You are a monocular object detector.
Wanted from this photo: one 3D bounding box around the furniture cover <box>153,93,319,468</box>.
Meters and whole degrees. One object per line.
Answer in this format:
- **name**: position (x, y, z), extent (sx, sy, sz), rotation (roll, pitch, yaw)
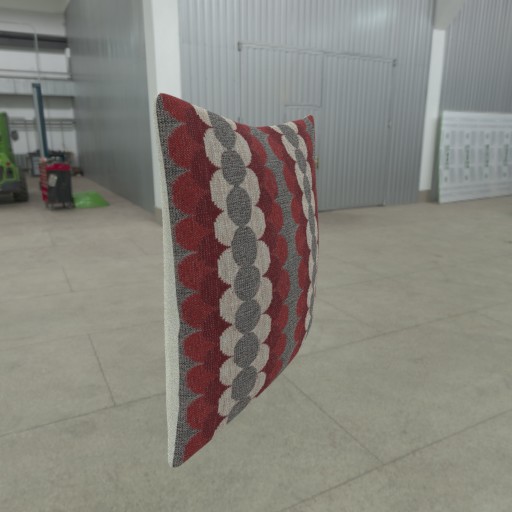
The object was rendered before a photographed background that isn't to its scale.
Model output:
- **furniture cover**: position (0.000, 0.000, 0.651), extent (0.145, 0.420, 0.435), rotation (8, 17, 26)
